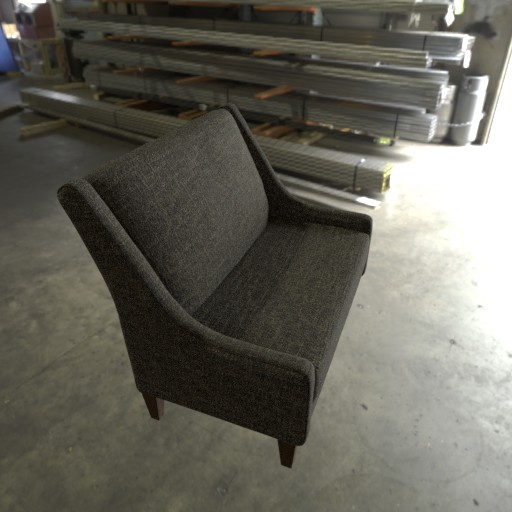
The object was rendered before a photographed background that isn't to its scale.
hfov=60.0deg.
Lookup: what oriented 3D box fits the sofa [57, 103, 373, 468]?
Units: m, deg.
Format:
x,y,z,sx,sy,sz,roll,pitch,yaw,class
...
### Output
x,y,z,sx,sy,sz,roll,pitch,yaw,class
0.000,0.000,1.963,0.870,1.021,1.242,12,33,19,sofa
